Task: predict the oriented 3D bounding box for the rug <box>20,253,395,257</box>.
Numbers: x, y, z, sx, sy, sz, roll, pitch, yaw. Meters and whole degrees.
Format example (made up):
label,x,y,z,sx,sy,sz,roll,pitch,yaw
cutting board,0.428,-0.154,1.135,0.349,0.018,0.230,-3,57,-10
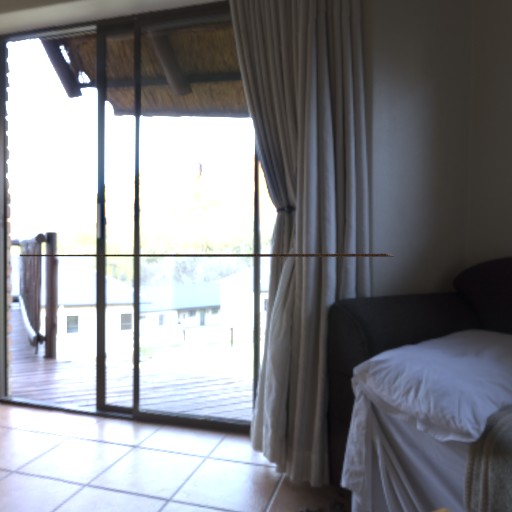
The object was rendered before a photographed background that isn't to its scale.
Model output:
label,x,y,z,sx,sy,sz,roll,pitch,yaw
rug,0.000,0.000,4.091,2.439,0.013,3.048,0,0,18
